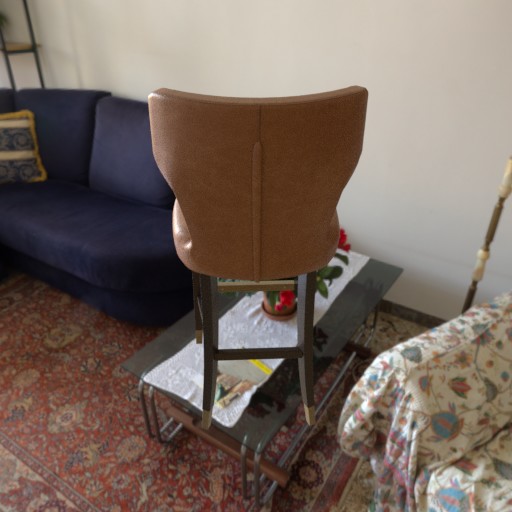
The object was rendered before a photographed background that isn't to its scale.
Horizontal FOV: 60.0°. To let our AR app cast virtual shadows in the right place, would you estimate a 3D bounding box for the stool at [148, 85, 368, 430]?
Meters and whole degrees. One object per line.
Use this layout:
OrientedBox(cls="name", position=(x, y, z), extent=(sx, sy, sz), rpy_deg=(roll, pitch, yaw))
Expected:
OrientedBox(cls="stool", position=(0.000, 0.000, 1.429), extent=(0.526, 1.092, 0.563), rpy_deg=(-1, 31, -2))
